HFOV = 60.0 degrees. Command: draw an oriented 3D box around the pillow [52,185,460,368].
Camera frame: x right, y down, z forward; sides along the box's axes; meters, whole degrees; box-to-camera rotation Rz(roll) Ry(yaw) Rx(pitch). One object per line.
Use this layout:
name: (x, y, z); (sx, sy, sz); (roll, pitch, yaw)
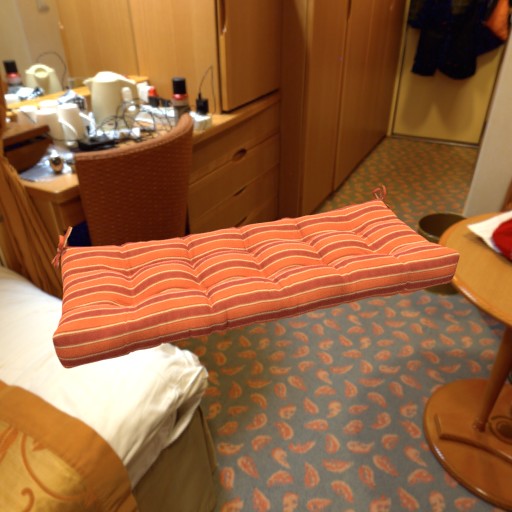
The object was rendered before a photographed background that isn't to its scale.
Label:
pillow: (0.000, 0.000, 1.357); (1.194, 0.174, 0.511); (-10, 33, -16)
